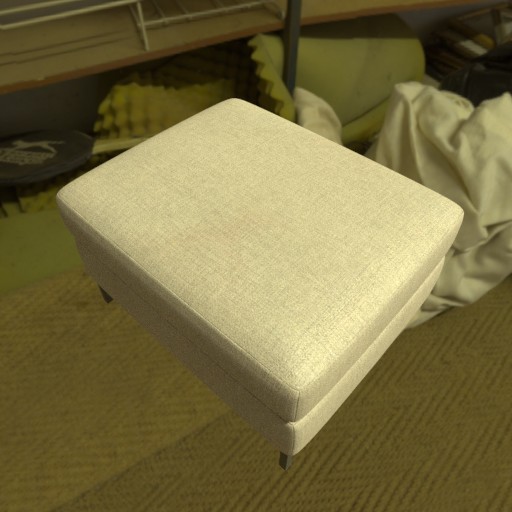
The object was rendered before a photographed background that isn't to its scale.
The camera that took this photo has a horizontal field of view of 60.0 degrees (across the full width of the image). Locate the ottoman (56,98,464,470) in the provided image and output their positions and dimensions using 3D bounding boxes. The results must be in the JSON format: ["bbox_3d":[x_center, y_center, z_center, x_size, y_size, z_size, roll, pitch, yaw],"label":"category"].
[{"bbox_3d":[0.000,0.000,1.223,0.820,0.490,0.671,34,57,27],"label":"ottoman"}]
